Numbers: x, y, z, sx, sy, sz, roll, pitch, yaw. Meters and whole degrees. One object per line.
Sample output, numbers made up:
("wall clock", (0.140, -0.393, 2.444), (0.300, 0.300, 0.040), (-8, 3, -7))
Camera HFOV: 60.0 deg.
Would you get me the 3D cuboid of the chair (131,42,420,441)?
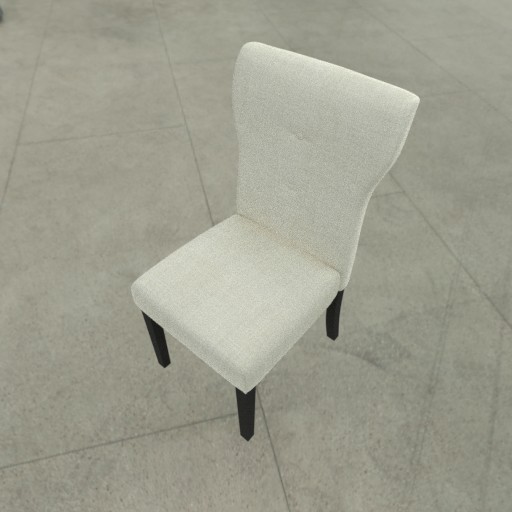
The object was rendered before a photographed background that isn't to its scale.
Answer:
("chair", (0.000, 0.000, 1.268), (0.509, 0.921, 0.597), (32, 53, 27))
